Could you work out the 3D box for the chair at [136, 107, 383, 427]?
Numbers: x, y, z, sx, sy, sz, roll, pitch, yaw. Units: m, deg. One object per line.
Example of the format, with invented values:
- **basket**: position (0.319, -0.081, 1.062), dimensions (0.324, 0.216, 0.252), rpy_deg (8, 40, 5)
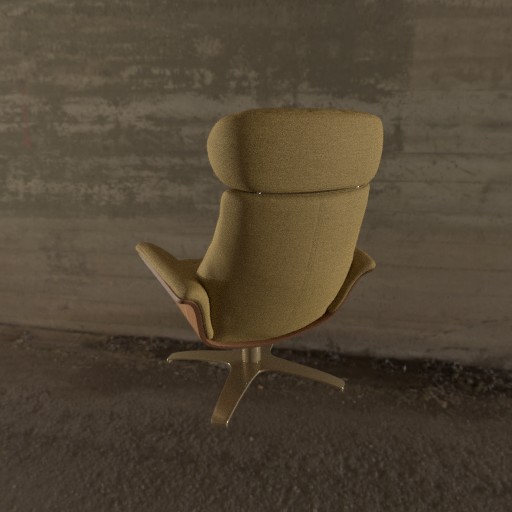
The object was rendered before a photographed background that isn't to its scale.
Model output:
- **chair**: position (0.000, 0.000, 1.618), dimensions (0.785, 0.995, 0.837), rpy_deg (-8, 18, -26)
